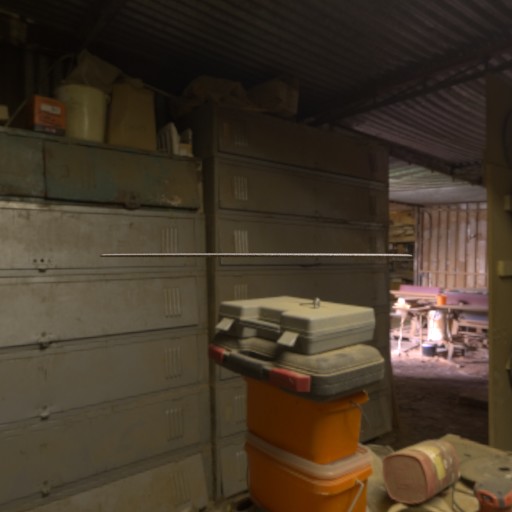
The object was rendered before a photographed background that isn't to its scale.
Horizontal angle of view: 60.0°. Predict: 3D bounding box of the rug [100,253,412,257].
[{"bbox_3d":[0.000,0.000,2.395,1.593,0.012,1.593,0,0,0],"label":"rug"}]
